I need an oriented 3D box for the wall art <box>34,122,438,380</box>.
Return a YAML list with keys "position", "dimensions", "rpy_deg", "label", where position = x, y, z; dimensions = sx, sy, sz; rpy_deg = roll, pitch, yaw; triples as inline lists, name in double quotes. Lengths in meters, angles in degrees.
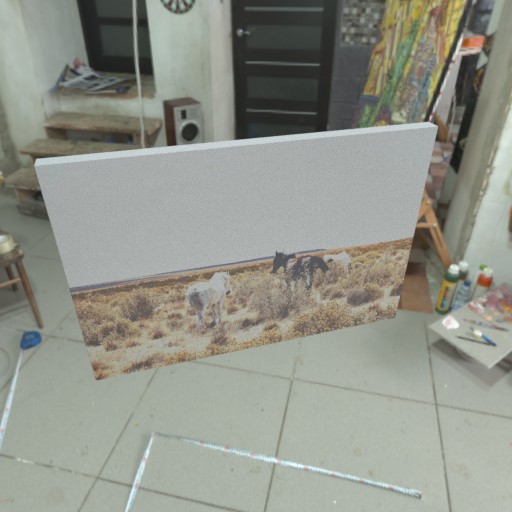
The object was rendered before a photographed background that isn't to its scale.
- position: [0.000, 0.000, 1.437]
  dimensions: [1.138, 0.761, 0.051]
  rpy_deg: [-9, 34, -14]
  label: "wall art"
